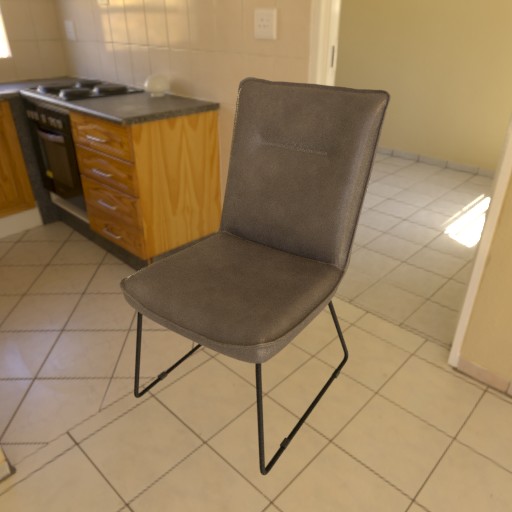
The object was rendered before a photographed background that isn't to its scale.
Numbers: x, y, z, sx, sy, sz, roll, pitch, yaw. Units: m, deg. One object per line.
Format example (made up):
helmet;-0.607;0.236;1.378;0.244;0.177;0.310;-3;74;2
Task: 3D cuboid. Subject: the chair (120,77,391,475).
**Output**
chair;0.000;0.000;1.358;0.515;0.932;0.688;18;34;29
